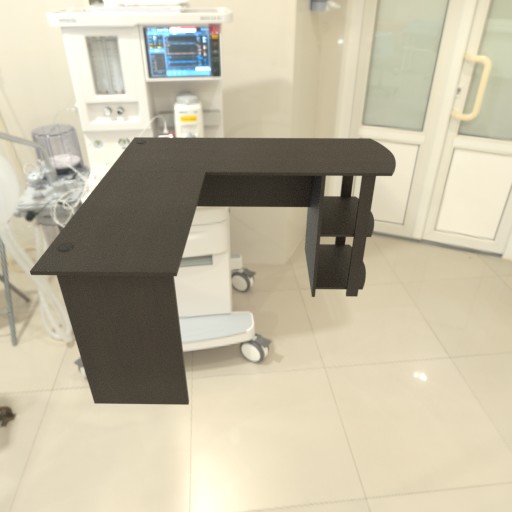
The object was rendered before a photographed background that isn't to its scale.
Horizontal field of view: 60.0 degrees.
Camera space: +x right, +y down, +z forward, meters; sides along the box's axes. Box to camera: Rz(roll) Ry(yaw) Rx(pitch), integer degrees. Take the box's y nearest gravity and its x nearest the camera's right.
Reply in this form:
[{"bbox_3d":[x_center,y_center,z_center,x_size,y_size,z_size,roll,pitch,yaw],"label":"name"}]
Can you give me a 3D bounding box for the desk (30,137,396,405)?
[{"bbox_3d":[0.000,0.000,2.084,1.361,0.716,1.303,0,33,1],"label":"desk"}]
